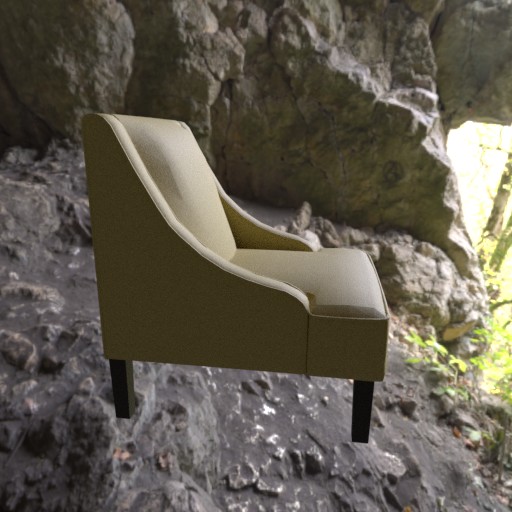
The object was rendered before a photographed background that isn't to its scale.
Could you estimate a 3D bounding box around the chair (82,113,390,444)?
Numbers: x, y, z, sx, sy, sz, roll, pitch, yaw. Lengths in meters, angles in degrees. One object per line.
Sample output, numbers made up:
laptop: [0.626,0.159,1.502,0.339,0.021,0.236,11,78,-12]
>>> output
chair: [0.000,0.000,1.496,0.814,0.896,0.696,2,15,9]
